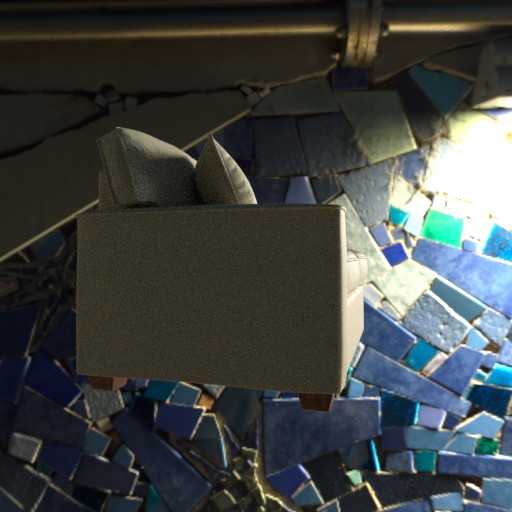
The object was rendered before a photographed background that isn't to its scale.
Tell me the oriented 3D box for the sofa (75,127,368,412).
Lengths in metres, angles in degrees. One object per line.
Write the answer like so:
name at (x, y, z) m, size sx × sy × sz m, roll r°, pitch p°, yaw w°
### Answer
sofa at (0.000, 0.000, 2.132) m, size 0.991 × 0.989 × 1.388 m, roll 0°, pitch 0°, yaw 17°
